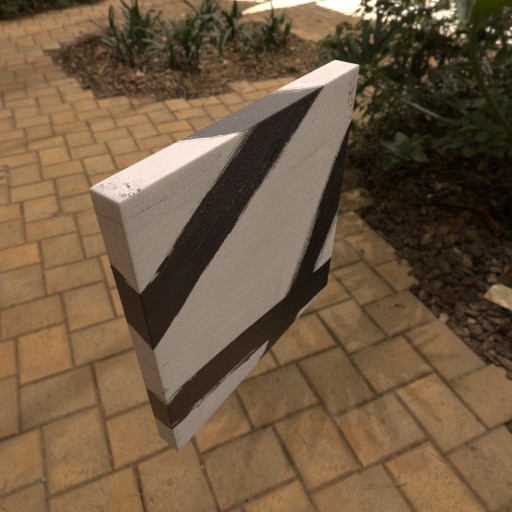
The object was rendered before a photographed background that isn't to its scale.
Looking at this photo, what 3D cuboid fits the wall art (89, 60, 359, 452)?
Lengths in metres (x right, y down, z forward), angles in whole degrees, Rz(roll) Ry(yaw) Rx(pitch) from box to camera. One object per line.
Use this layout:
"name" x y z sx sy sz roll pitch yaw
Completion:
"wall art" 0.000 0.000 0.751 0.050 0.508 0.507 26 47 27
